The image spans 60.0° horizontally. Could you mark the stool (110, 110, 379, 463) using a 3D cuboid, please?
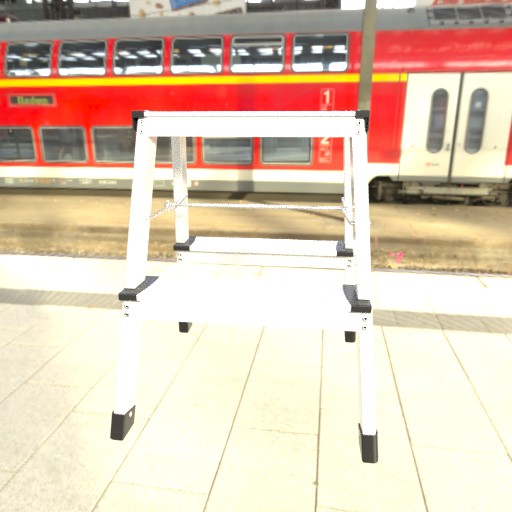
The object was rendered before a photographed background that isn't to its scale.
[{"bbox_3d":[0.000,0.000,0.774,0.404,0.480,0.405,2,17,7],"label":"stool"}]
